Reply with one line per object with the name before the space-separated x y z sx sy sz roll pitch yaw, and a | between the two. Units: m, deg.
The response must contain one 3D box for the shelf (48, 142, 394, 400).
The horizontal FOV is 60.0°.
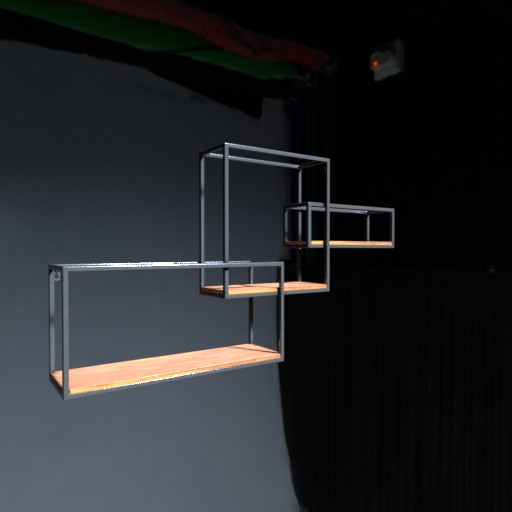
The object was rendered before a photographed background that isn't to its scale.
shelf | 0.000 0.000 2.122 1.781 0.972 0.275 -1 1 -34
